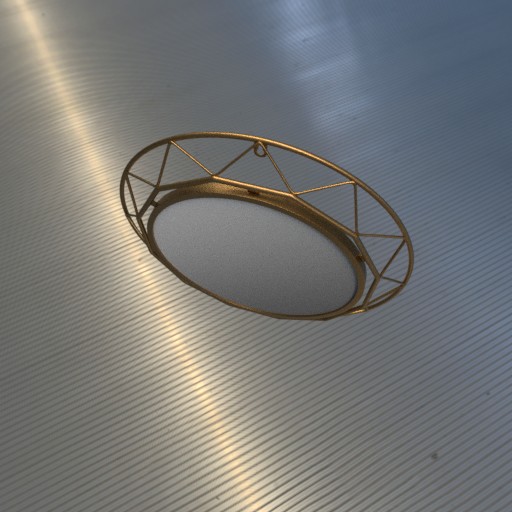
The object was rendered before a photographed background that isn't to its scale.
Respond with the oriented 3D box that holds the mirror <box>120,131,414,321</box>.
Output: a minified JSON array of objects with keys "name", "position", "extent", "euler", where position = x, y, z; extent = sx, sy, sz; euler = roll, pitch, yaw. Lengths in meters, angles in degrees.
[{"name":"mirror","position":[0.000,0.000,0.678],"extent":[0.454,0.454,0.043],"euler":[14,60,8]}]
